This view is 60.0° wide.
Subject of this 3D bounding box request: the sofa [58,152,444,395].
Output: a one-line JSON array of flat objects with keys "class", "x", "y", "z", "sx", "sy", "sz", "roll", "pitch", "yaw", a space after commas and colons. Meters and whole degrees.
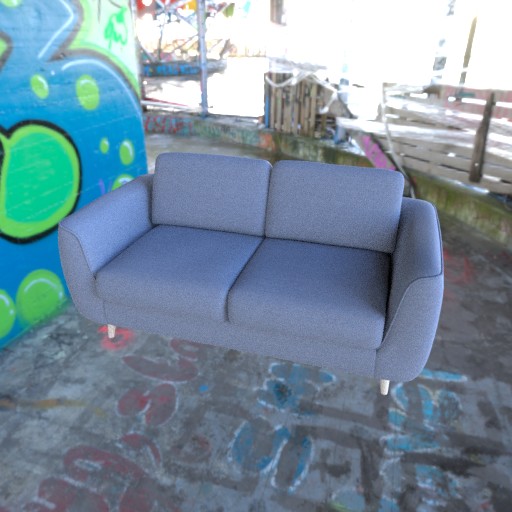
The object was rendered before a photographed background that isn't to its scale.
[{"class": "sofa", "x": 0.000, "y": 0.000, "z": 2.223, "sx": 1.700, "sy": 0.850, "sz": 0.920, "roll": 8, "pitch": 28, "yaw": 15}]
